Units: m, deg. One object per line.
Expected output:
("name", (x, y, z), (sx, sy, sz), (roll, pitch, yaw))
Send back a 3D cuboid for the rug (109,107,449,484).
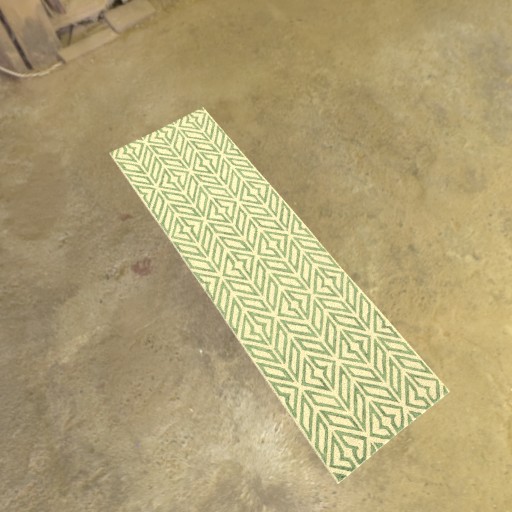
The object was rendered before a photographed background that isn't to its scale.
("rug", (0.000, 0.000, 2.652), (0.750, 0.009, 2.435), (-32, 67, -15))
